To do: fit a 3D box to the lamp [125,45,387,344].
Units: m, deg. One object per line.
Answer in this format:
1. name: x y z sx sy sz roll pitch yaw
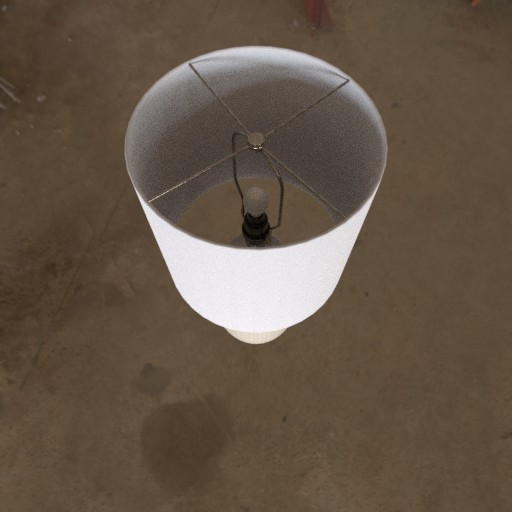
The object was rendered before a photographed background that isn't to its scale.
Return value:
1. lamp: 0.000 0.000 0.570 0.217 0.453 0.217 -35 69 -16
